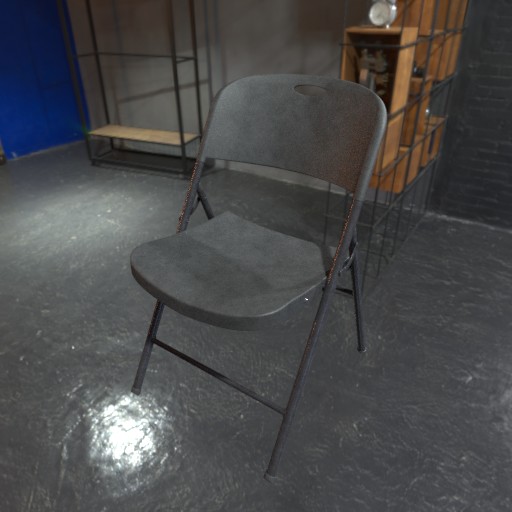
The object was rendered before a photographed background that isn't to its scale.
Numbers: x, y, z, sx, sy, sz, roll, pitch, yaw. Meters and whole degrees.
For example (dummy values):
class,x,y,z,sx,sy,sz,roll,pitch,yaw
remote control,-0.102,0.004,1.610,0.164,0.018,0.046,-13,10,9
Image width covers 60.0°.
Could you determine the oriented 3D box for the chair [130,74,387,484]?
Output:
class,x,y,z,sx,sy,sz,roll,pitch,yaw
chair,0.000,0.000,1.149,0.494,0.810,0.566,20,36,30
